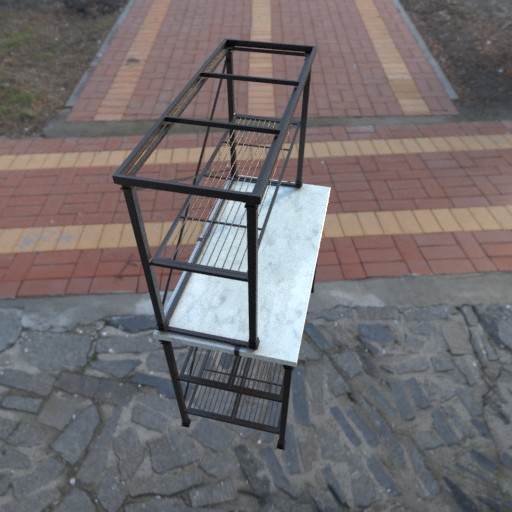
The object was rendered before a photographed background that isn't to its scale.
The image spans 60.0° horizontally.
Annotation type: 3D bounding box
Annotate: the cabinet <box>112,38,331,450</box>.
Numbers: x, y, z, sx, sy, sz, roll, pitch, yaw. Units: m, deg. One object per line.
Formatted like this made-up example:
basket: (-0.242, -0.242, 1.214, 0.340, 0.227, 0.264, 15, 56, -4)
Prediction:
cabinet: (0.000, 0.000, 2.246, 0.610, 1.659, 1.210, 9, 45, 9)
